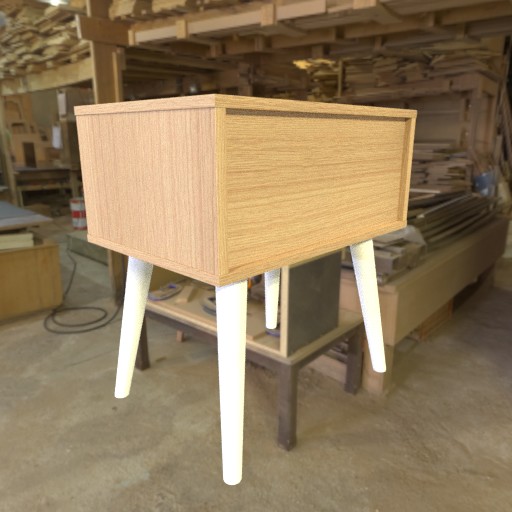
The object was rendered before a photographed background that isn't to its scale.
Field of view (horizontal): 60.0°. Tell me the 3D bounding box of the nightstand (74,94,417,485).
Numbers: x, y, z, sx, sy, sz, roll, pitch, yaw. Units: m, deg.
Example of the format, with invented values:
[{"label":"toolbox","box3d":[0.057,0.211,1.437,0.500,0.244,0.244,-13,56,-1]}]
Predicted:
[{"label":"nightstand","box3d":[0.000,0.000,0.965,0.407,0.610,0.571,14,21,42]}]
